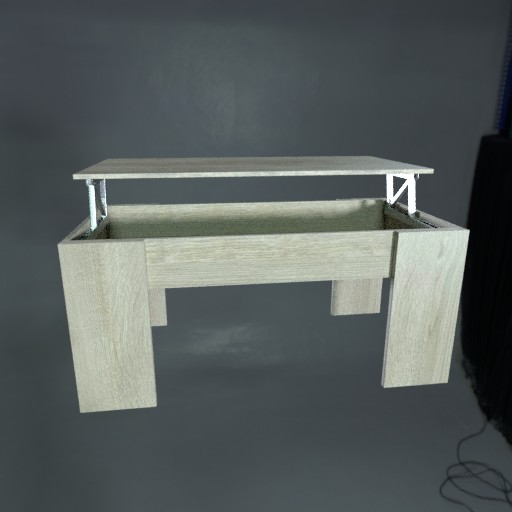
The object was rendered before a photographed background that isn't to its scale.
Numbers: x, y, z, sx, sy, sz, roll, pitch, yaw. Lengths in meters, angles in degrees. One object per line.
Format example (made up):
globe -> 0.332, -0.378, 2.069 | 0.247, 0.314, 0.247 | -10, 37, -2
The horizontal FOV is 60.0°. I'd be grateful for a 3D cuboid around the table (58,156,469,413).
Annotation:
table -> 0.000, 0.000, 1.432 | 1.000, 0.570, 0.711 | -2, 17, -7
